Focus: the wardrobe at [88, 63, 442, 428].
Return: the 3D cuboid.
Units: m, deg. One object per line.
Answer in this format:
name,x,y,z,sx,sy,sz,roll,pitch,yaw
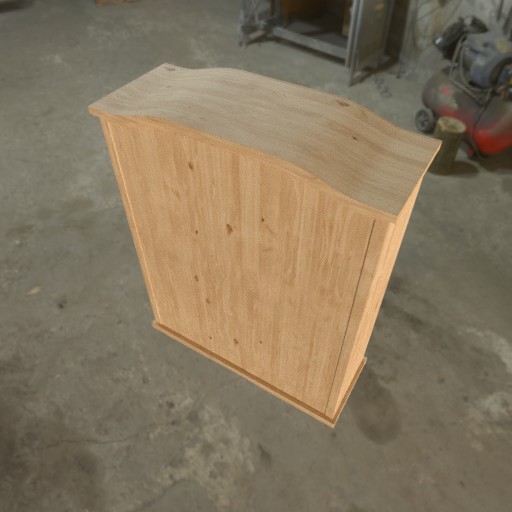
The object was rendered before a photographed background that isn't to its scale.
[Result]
wardrobe,0.000,0.000,2.598,1.500,1.870,0.570,24,51,21
